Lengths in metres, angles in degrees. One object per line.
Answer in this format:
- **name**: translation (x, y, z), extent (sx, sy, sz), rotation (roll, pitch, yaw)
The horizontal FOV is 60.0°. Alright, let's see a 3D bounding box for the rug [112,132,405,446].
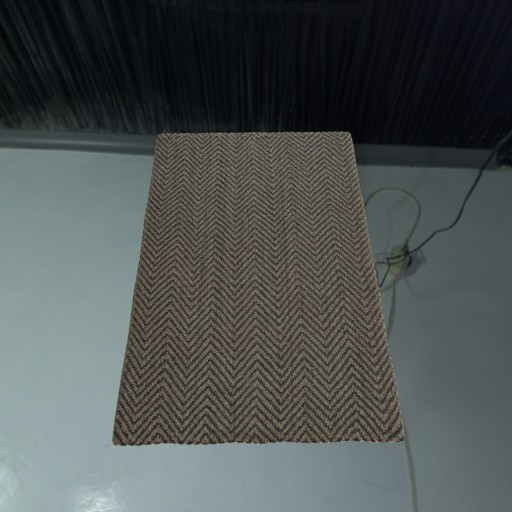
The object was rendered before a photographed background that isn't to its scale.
- **rug**: translation (0.000, 0.000, 2.311), extent (1.219, 0.008, 1.828), rotation (-1, 58, 0)
